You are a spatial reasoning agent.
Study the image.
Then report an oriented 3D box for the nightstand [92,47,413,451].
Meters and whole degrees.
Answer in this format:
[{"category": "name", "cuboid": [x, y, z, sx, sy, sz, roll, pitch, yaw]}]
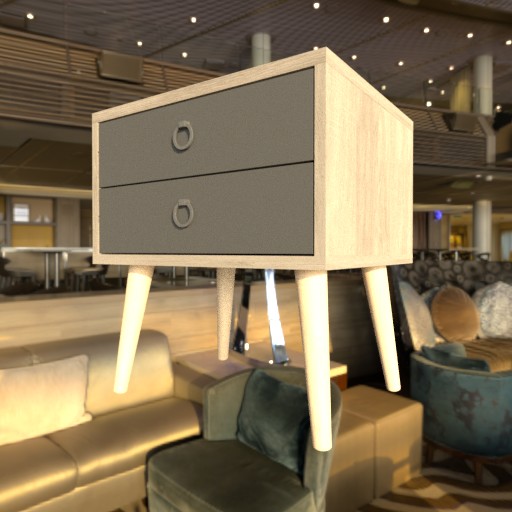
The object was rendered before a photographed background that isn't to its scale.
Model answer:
[{"category": "nightstand", "cuboid": [0.000, 0.000, 0.801, 0.450, 0.500, 0.380, 1, 1, 35]}]
